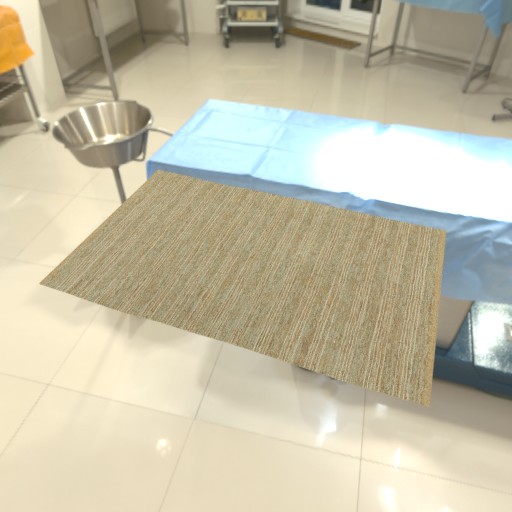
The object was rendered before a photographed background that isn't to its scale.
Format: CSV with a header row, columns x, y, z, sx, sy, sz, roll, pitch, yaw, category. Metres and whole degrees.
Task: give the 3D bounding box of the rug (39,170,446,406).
x,y,z,sx,sy,sz,roll,pitch,yaw,category
0.000,0.000,3.088,2.448,0.012,1.540,14,44,15,rug
